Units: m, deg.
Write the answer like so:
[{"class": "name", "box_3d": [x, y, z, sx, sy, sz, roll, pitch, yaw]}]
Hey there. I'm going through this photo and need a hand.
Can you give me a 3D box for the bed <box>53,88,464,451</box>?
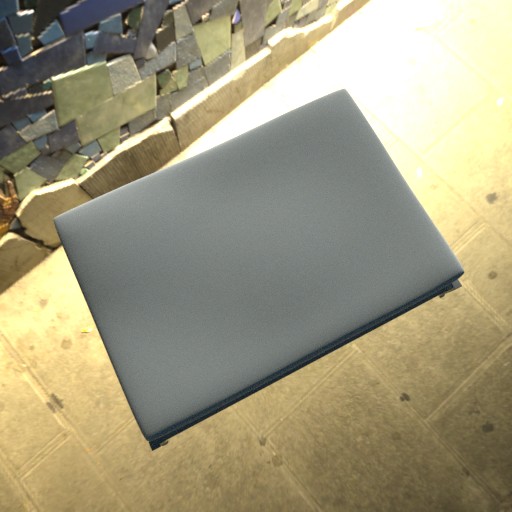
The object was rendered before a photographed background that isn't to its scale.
[{"class": "bed", "box_3d": [0.000, 0.000, 2.663, 1.985, 0.510, 1.460, -26, 77, -7]}]
